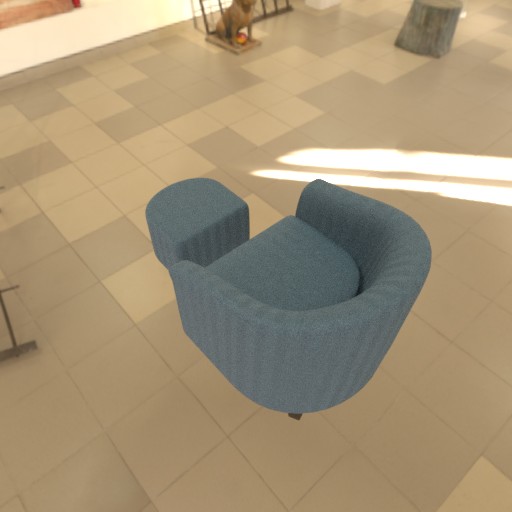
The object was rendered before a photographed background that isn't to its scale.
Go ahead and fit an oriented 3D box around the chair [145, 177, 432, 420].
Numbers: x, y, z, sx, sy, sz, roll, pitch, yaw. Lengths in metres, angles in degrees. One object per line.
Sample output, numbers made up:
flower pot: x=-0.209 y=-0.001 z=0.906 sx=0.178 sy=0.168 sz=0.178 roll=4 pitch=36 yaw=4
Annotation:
chair: x=0.000 y=0.000 z=1.817 sx=0.756 sy=0.757 sz=1.288 roll=-33 pitch=56 yaw=-27
